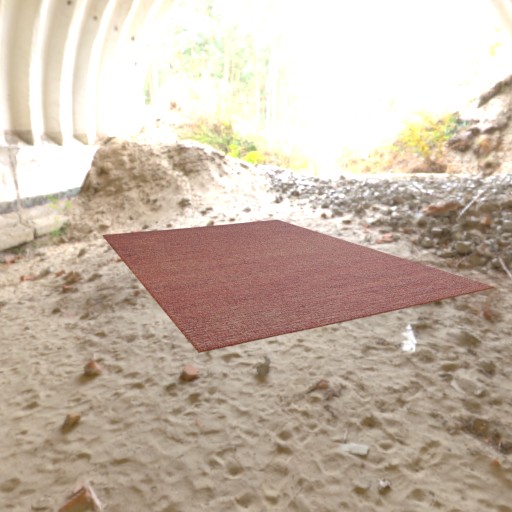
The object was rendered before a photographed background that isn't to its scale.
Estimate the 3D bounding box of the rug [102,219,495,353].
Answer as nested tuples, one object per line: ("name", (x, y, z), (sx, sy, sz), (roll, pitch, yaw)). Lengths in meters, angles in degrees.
("rug", (0.000, 0.000, 5.071), (2.803, 0.025, 3.965), (-7, 16, -26))
